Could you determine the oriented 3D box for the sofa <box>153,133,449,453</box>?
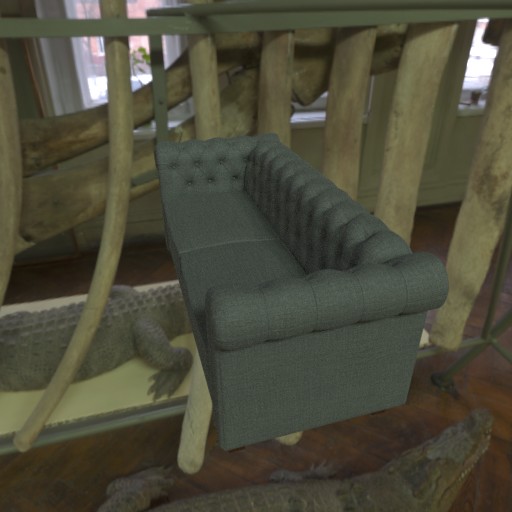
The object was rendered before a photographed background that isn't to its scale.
[{"bbox_3d":[0.000,0.000,2.226,0.783,0.797,1.798,-9,31,-14],"label":"sofa"}]
